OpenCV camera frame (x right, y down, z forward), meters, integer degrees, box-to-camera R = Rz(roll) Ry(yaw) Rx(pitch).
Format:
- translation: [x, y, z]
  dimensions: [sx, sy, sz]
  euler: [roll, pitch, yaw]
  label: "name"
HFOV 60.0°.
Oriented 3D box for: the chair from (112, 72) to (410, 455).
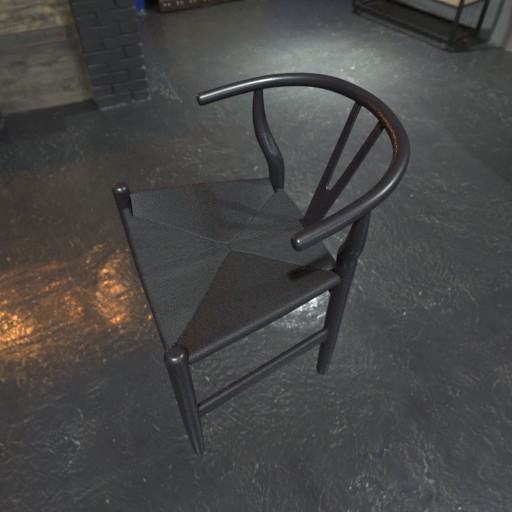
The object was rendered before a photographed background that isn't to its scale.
- translation: [0.000, 0.000, 1.119]
  dimensions: [0.579, 0.730, 0.569]
  euler: [-17, 49, -15]
  label: "chair"
